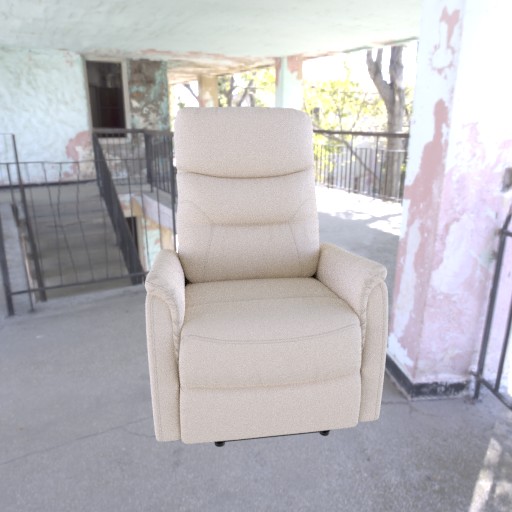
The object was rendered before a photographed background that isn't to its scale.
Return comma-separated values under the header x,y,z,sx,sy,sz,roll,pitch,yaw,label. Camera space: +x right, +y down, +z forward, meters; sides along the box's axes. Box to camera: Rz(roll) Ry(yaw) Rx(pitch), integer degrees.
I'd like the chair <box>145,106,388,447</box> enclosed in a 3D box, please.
x,y,z,sx,sy,sz,roll,pitch,yaw,label
0.000,0.000,1.671,0.775,1.082,0.831,-3,17,-8,chair
